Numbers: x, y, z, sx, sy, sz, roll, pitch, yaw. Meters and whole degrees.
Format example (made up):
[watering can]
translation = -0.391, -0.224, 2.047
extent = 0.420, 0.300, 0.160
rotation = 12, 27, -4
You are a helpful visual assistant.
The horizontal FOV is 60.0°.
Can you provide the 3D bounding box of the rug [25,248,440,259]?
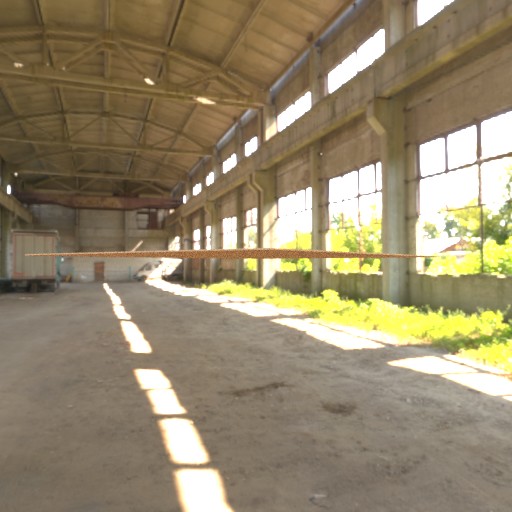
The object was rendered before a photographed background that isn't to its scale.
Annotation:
[rug]
translation = 0.000, 0.000, 4.039
extent = 2.439, 0.013, 3.048
rotation = -1, -1, 37
